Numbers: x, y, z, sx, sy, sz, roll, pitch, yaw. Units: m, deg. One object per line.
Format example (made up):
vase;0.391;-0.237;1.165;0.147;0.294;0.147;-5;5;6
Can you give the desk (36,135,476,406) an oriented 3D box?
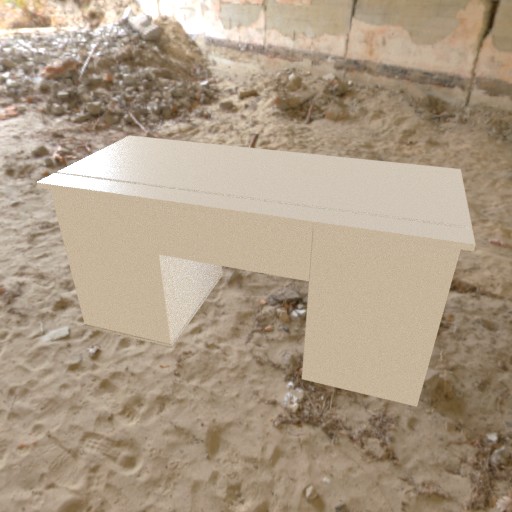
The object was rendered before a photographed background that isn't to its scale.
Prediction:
desk;0.000;0.000;1.984;1.580;0.760;0.670;10;33;15
